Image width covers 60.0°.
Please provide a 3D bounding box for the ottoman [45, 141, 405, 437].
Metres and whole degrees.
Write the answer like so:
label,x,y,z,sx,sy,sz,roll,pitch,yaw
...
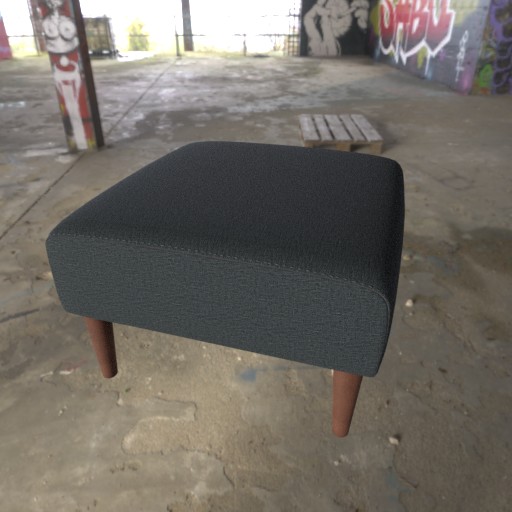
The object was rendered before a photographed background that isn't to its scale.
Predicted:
label,x,y,z,sx,sy,sz,roll,pitch,yaw
ottoman,0.000,0.000,1.064,0.649,0.398,0.650,9,31,15
